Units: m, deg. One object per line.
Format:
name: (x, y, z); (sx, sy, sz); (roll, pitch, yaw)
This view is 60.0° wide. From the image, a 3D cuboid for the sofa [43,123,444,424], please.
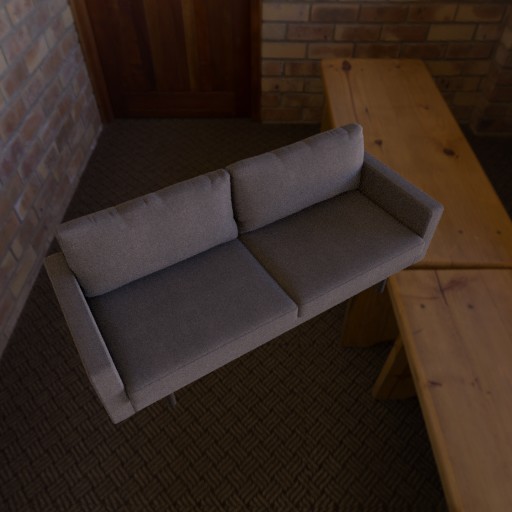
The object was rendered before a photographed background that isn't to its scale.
sofa: (0.000, 0.000, 2.570); (2.100, 0.880, 0.880); (-24, 51, -21)
